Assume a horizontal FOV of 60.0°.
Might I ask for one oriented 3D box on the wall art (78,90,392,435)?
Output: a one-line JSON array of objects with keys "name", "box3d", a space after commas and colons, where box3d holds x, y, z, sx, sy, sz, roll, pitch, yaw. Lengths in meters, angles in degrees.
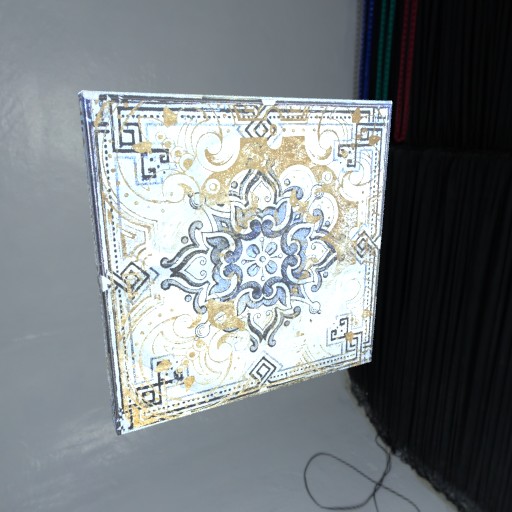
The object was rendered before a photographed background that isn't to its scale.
[{"name": "wall art", "box3d": [0.000, 0.000, 0.607, 0.411, 0.410, 0.038, -8, 18, -26]}]
